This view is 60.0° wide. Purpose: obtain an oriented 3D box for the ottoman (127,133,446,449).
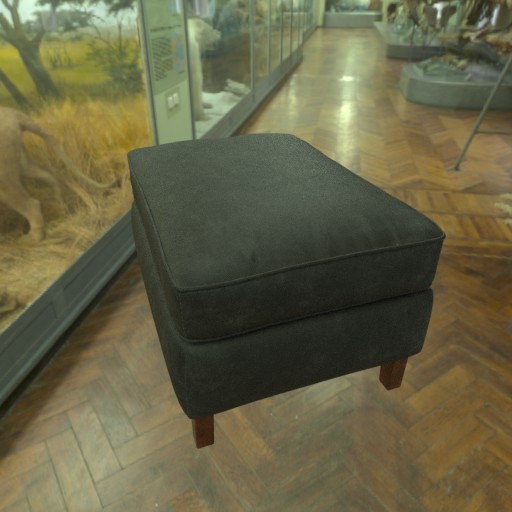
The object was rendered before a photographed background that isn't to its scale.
[{"bbox_3d":[0.000,0.000,1.001,0.501,0.413,0.665,-10,32,-17],"label":"ottoman"}]
